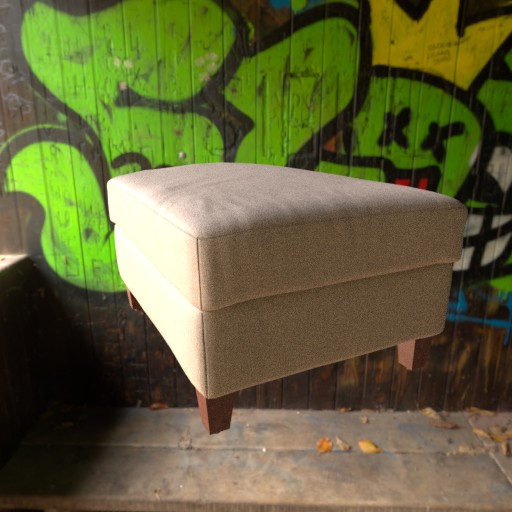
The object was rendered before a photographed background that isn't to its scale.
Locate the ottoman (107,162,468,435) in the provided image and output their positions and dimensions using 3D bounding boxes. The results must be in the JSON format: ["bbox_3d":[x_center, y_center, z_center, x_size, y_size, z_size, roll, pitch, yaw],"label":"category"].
[{"bbox_3d":[0.000,0.000,1.308,0.692,0.511,0.902,-8,18,-26],"label":"ottoman"}]
